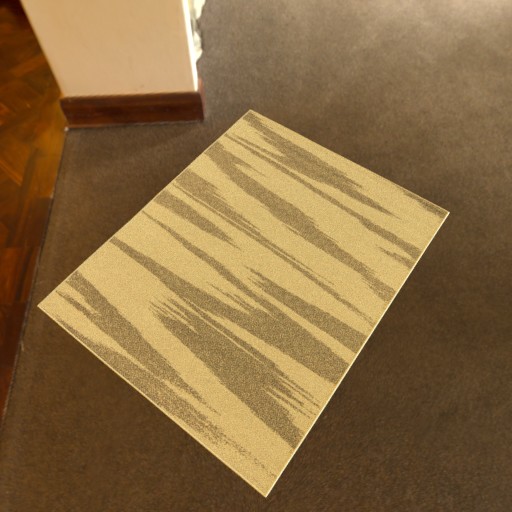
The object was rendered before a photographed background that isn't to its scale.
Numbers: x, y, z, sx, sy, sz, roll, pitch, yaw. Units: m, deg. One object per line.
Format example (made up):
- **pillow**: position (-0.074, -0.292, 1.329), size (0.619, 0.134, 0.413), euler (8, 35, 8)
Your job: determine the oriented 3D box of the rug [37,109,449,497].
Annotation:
- **rug**: position (0.000, 0.000, 3.917), size (2.353, 0.014, 2.945), euler (33, 64, 18)
